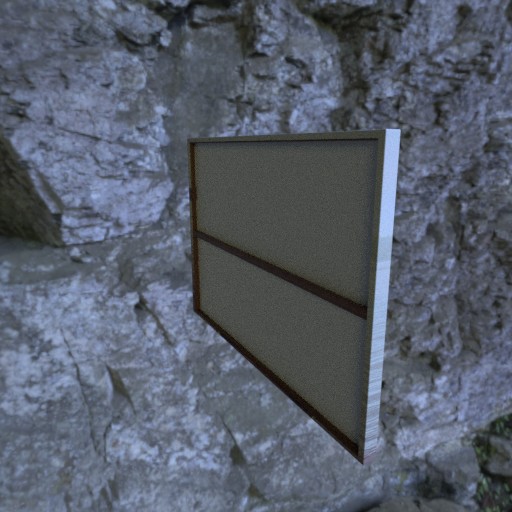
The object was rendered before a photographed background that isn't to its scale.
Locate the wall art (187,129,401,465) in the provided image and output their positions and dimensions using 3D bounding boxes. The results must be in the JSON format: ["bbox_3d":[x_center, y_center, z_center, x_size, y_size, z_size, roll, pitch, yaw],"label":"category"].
[{"bbox_3d":[0.000,0.000,1.454,0.040,0.765,1.149,-7,16,-27],"label":"wall art"}]
